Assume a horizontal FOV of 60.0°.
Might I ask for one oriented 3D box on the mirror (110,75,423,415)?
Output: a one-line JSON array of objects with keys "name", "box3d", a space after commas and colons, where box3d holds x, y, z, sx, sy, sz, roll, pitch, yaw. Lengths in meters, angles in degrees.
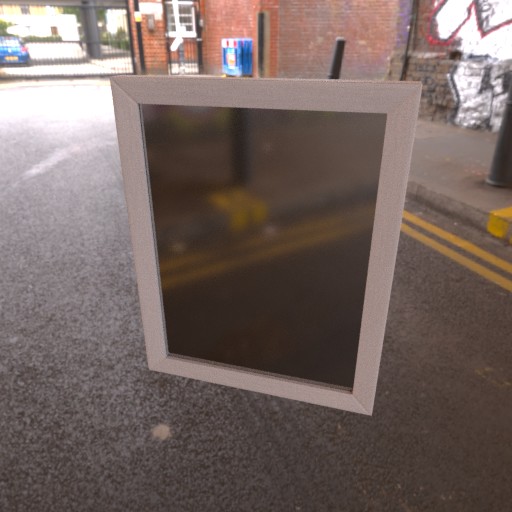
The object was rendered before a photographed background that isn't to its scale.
[{"name": "mirror", "box3d": [0.000, 0.000, 0.682, 0.405, 0.508, 0.041, 7, 27, 15]}]
